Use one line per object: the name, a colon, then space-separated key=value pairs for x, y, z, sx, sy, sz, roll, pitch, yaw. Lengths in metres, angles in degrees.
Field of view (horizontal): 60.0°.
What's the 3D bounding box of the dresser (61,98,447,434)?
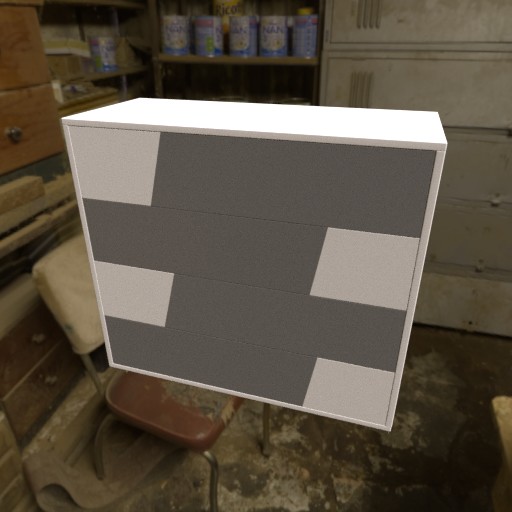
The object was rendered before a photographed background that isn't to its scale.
dresser: x=0.000 y=0.000 z=1.626 sx=1.100 sy=1.000 sz=0.460 roll=8 pitch=28 yaw=15
